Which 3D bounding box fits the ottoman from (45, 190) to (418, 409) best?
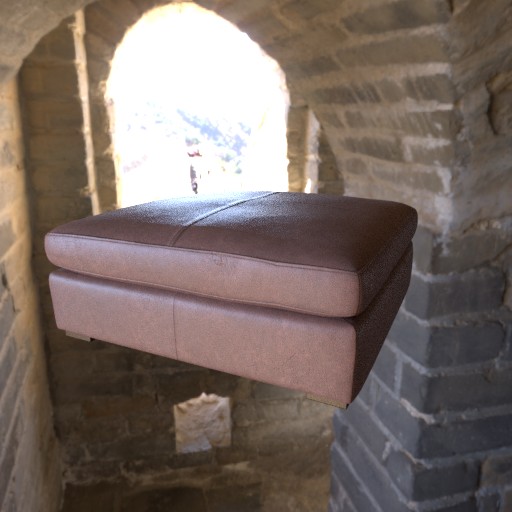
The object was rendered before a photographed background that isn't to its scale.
[{"bbox_3d":[0.000,0.000,1.852,1.168,0.490,1.168,7,17,25],"label":"ottoman"}]
